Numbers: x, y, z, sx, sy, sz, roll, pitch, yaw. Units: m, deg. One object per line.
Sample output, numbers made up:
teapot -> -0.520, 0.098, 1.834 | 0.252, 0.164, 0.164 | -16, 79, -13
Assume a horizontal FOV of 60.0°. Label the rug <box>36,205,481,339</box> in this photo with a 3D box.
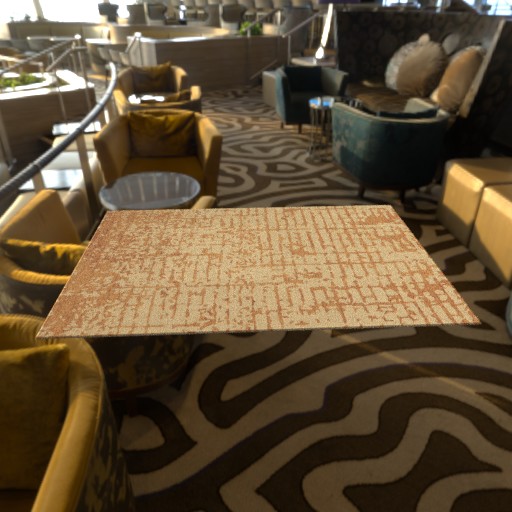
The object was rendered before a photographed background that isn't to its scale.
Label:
rug -> 0.000, 0.000, 2.336 | 1.829, 0.011, 1.219 | -1, 30, -2
